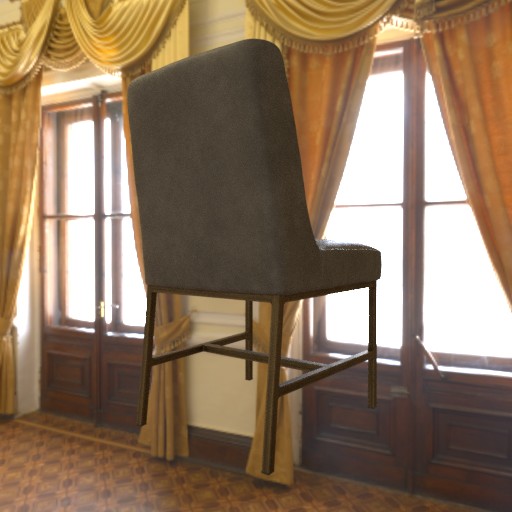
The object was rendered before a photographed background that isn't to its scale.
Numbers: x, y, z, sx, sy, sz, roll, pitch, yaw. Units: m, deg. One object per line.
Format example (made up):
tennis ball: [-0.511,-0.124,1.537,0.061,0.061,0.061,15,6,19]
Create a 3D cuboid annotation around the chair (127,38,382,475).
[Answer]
chair: [0.000,0.000,1.222,0.508,0.889,0.587,1,1,37]
